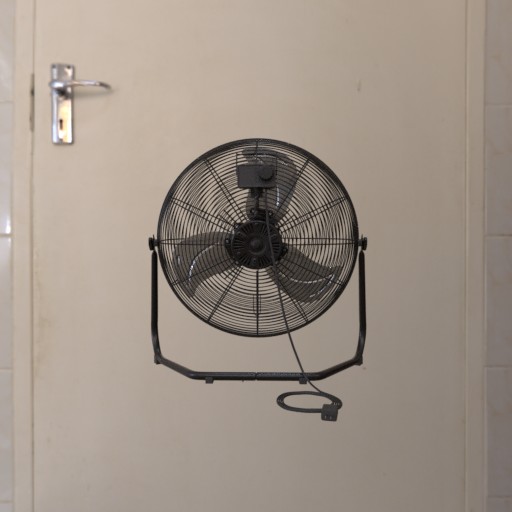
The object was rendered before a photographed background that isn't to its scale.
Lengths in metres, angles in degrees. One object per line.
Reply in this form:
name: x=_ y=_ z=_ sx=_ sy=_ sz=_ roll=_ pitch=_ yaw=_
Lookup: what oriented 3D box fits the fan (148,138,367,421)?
fan: x=0.000 y=0.000 z=0.937 sx=0.555 sy=0.546 sz=0.424 roll=0 pitch=0 yaw=1
